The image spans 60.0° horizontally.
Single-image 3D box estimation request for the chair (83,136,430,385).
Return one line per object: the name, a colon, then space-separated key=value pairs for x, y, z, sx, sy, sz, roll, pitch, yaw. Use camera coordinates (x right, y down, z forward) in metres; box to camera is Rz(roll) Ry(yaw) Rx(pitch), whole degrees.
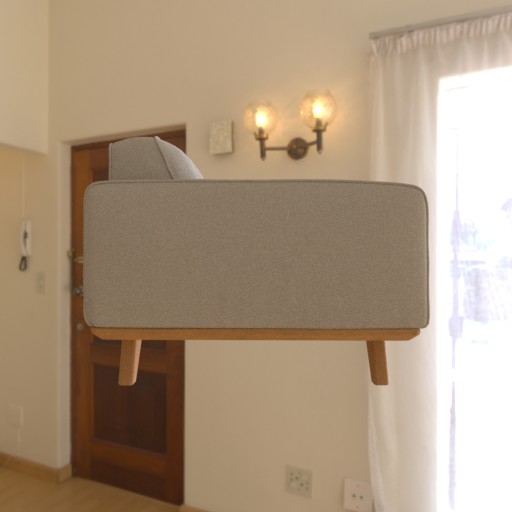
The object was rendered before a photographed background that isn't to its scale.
chair: x=0.000 y=0.000 z=1.733 sx=0.953 sy=0.779 sz=1.115 roll=0 pitch=0 yaw=0
